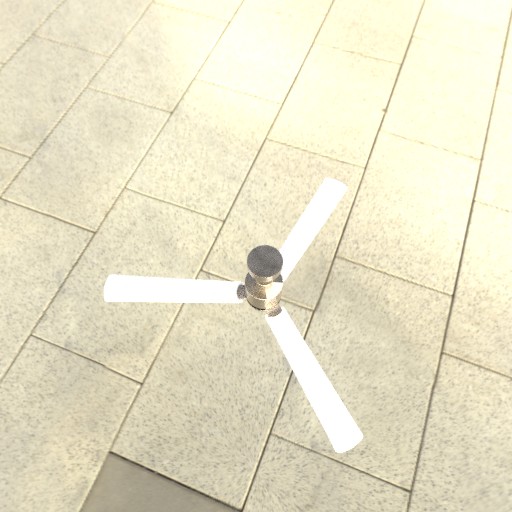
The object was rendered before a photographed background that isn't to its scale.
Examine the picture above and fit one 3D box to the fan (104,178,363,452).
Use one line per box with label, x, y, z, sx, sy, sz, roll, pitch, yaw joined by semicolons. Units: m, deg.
fan;0.000;0.000;2.358;1.561;0.446;1.531;18;65;8
